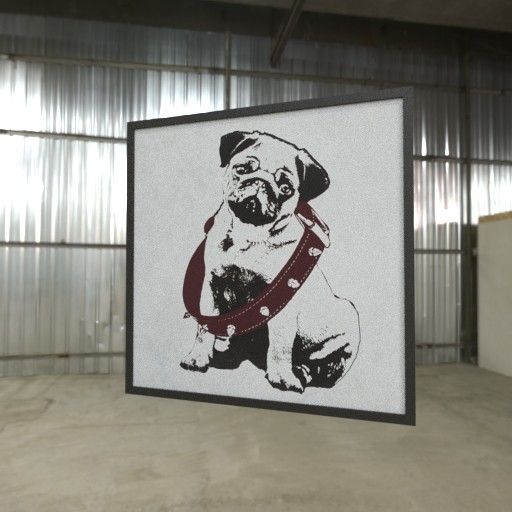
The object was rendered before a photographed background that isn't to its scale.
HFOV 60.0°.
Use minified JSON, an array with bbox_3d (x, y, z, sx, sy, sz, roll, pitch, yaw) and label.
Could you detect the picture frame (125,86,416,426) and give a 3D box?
[{"bbox_3d":[0.000,0.000,1.152,0.775,0.775,0.032,0,-1,19],"label":"picture frame"}]
